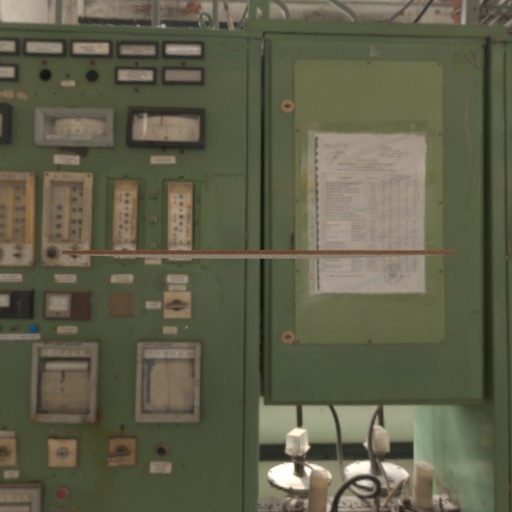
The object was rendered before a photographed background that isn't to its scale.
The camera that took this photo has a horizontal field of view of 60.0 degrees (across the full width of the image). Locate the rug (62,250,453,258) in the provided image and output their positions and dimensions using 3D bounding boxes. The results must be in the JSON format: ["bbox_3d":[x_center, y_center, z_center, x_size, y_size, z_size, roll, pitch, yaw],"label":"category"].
[{"bbox_3d":[0.000,0.000,2.289,1.219,0.014,1.829,0,-1,0],"label":"rug"}]
